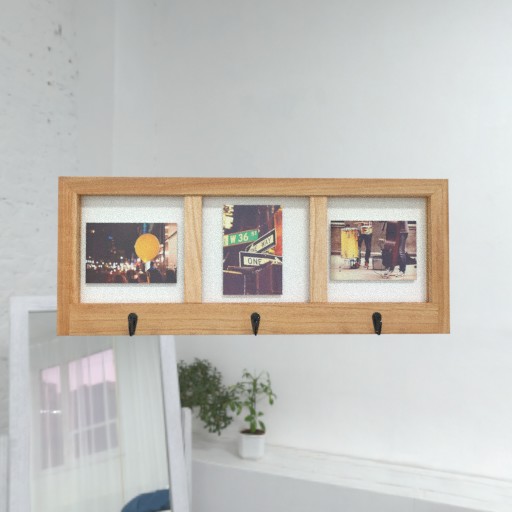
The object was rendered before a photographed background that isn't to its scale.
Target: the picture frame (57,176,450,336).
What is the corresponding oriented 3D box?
[{"bbox_3d":[0.000,0.000,0.662,0.582,0.234,0.045,0,-1,-2],"label":"picture frame"}]
